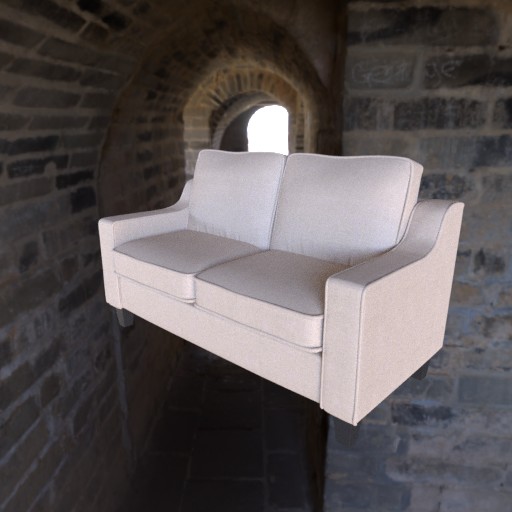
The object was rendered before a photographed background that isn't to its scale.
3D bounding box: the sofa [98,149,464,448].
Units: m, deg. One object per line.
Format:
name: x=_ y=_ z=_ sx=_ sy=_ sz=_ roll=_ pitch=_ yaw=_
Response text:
sofa: x=0.000 y=0.000 z=3.460 sx=2.587 sy=1.562 sz=1.351 roll=14 pitch=21 yaw=41
